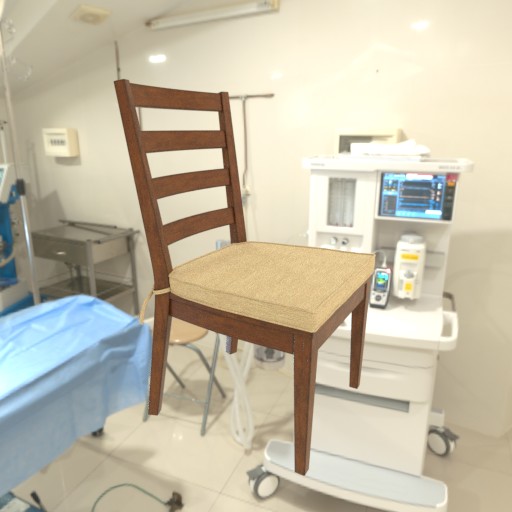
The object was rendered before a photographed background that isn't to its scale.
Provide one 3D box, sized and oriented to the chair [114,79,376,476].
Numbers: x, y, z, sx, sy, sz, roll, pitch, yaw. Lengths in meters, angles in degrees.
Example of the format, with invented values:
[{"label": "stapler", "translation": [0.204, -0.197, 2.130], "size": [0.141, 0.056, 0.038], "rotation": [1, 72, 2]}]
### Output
[{"label": "chair", "translation": [0.000, 0.000, 1.336], "size": [0.595, 0.979, 0.593], "rotation": [9, 18, 28]}]
